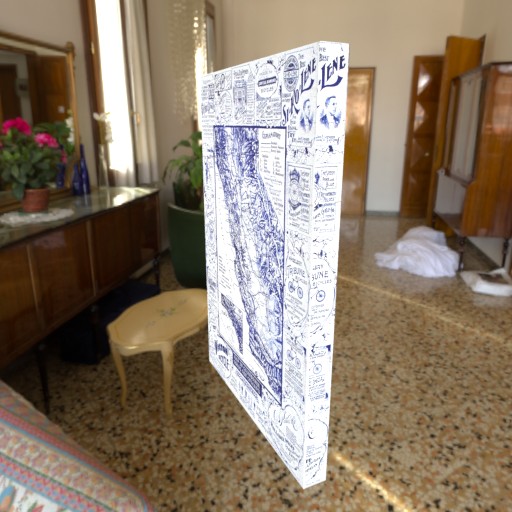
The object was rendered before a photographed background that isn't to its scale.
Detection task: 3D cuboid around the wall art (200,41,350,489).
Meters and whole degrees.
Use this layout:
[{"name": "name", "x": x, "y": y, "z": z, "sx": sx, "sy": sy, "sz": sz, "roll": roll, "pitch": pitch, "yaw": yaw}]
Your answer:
[{"name": "wall art", "x": 0.000, "y": 0.000, "z": 0.750, "sx": 0.040, "sy": 0.601, "sz": 0.408, "roll": -8, "pitch": 18, "yaw": -24}]
